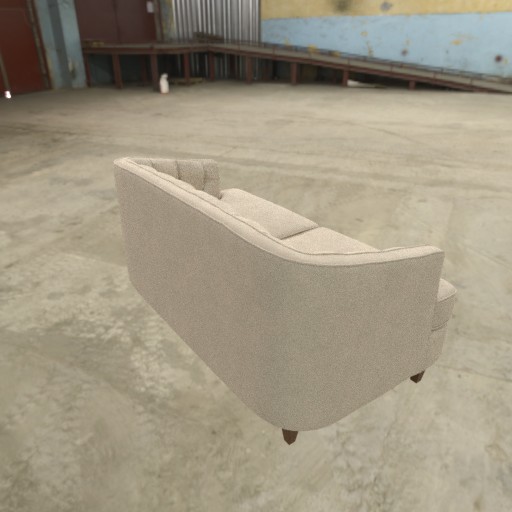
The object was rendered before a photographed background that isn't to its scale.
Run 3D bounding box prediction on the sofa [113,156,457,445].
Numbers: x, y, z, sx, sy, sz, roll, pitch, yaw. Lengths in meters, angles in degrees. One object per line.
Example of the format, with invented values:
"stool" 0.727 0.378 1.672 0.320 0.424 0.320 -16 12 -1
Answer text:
"sofa" 0.000 0.000 2.278 0.940 0.878 1.731 -18 32 -32
